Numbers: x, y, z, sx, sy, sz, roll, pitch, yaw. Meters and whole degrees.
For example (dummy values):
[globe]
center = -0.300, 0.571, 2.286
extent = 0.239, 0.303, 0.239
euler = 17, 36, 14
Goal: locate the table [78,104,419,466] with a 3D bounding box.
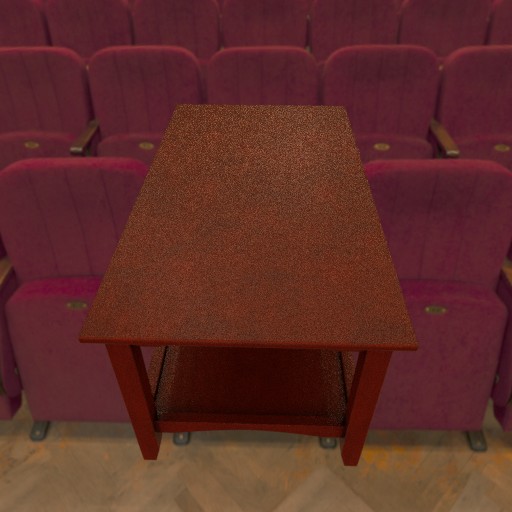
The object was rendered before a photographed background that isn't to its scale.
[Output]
[table]
center = 0.000, 0.000, 1.193
extent = 0.533, 0.456, 0.943
euler = 1, 41, 1
